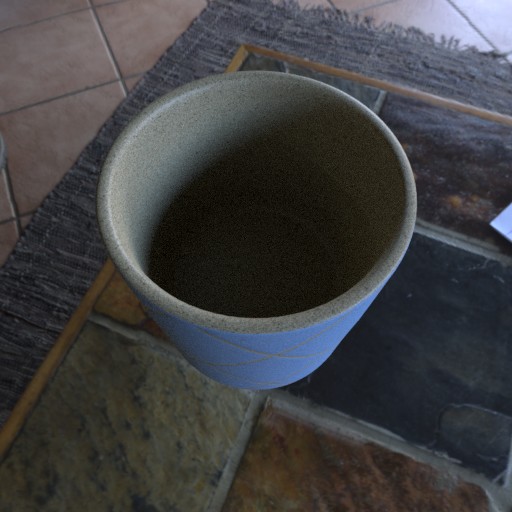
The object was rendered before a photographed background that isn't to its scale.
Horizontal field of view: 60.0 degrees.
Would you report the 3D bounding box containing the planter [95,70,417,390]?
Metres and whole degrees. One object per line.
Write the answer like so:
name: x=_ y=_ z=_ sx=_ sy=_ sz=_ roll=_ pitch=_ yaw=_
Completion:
planter: x=0.000 y=0.000 z=0.419 sx=0.227 sy=0.235 sz=0.227 roll=0 pitch=62 yaw=0
